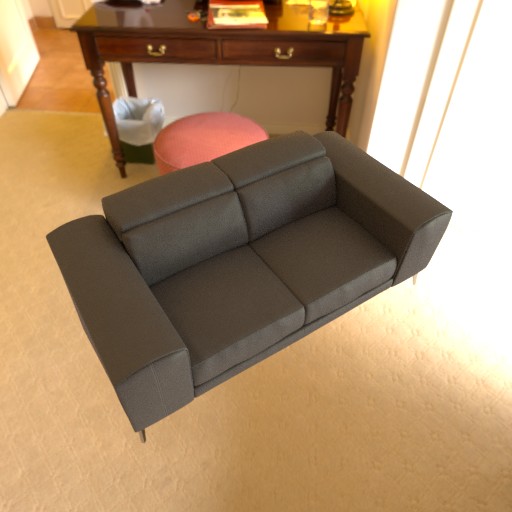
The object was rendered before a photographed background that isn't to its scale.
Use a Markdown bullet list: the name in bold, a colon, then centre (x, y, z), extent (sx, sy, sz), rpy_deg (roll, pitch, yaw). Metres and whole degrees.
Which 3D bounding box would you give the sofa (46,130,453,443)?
- **sofa**: centre (0.000, 0.000, 2.434), extent (1.895, 0.779, 1.003), rpy_deg (-25, 50, -22)
